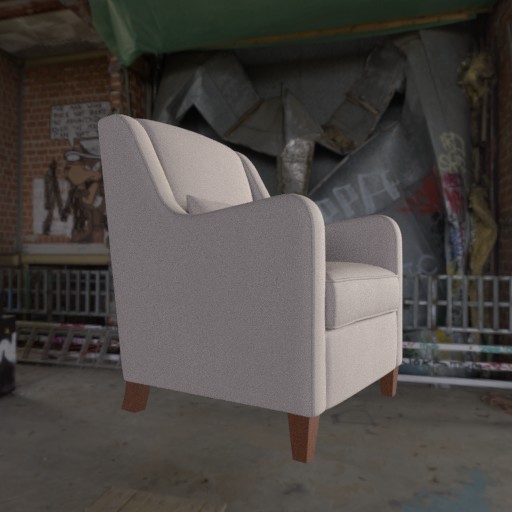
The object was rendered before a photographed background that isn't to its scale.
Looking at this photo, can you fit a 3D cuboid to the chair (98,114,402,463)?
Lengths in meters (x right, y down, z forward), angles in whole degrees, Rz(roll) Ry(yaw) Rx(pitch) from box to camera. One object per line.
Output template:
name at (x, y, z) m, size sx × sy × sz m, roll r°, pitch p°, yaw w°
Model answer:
chair at (0.000, 0.000, 1.569) m, size 0.863 × 1.010 × 0.715 m, roll 0°, pitch -1°, yaw 35°
